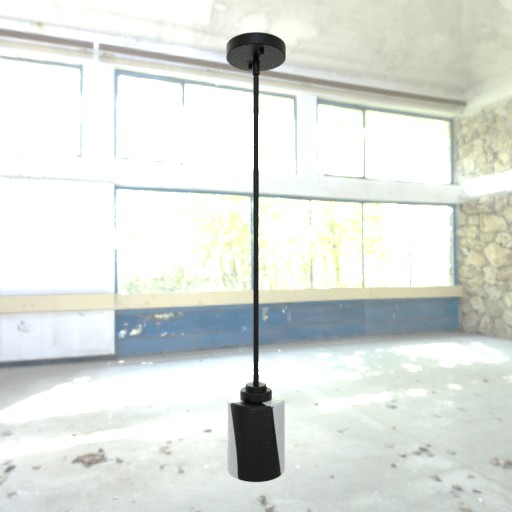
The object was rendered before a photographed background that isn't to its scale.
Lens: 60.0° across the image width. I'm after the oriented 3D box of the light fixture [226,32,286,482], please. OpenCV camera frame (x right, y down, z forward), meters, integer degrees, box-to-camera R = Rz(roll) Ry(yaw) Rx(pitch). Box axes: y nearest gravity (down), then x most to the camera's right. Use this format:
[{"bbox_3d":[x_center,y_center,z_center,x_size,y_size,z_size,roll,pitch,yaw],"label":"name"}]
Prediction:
[{"bbox_3d":[0.000,0.000,0.910,0.123,0.863,0.123,0,-1,-19],"label":"light fixture"}]
